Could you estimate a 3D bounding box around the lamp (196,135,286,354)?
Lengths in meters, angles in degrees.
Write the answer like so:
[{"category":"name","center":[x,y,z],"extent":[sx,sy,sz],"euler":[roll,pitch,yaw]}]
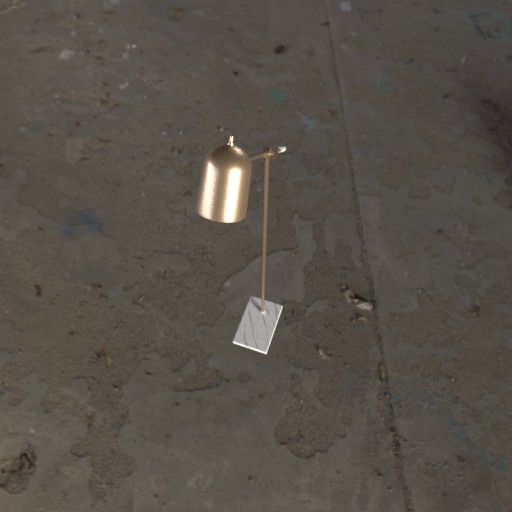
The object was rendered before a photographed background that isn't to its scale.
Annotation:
[{"category":"lamp","center":[0.000,0.000,1.796],"extent":[0.194,1.594,0.653],"euler":[16,60,10]}]
